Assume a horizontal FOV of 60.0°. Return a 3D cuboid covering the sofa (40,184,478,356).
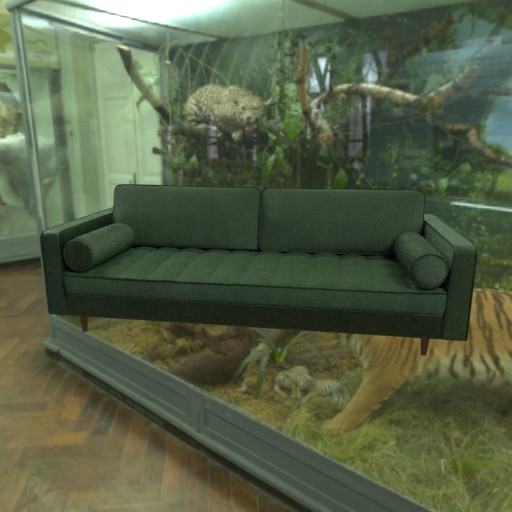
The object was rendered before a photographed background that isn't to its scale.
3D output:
[{"bbox_3d":[0.000,0.000,2.627,2.199,0.769,0.918,2,15,8],"label":"sofa"}]
